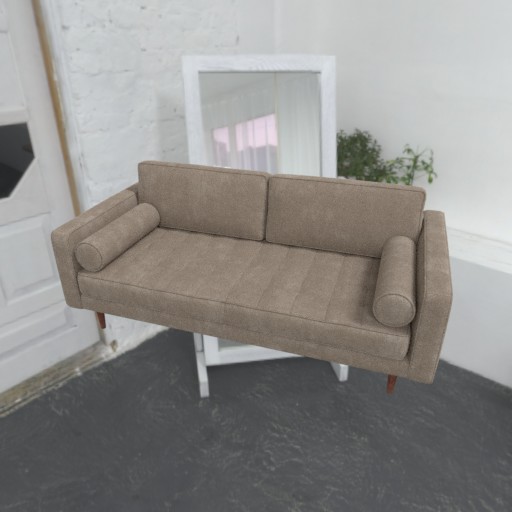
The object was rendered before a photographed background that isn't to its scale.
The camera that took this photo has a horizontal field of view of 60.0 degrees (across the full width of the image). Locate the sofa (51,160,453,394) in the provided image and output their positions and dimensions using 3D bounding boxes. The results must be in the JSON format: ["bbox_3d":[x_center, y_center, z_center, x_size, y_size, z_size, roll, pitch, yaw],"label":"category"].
[{"bbox_3d":[0.000,0.000,2.348,1.883,0.769,0.920,9,29,16],"label":"sofa"}]
